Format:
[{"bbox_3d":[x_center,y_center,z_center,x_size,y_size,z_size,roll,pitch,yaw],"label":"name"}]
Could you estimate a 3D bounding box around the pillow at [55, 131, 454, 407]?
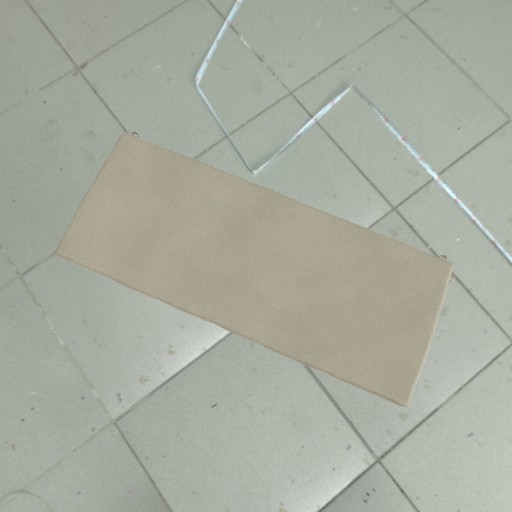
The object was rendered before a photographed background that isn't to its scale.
[{"bbox_3d":[0.000,0.000,1.380,1.187,0.081,0.492,23,77,6],"label":"pillow"}]
